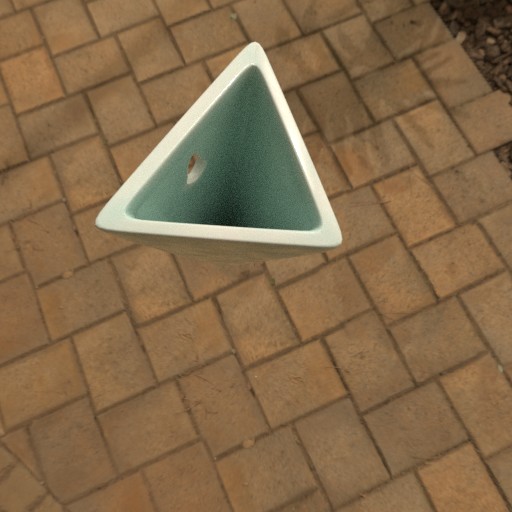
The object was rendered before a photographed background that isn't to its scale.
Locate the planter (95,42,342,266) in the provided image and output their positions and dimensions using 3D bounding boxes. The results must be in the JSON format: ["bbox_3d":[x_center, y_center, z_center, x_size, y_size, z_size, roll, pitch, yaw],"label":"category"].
[{"bbox_3d":[0.000,0.000,0.219,0.064,0.178,0.080,35,78,9],"label":"planter"}]
